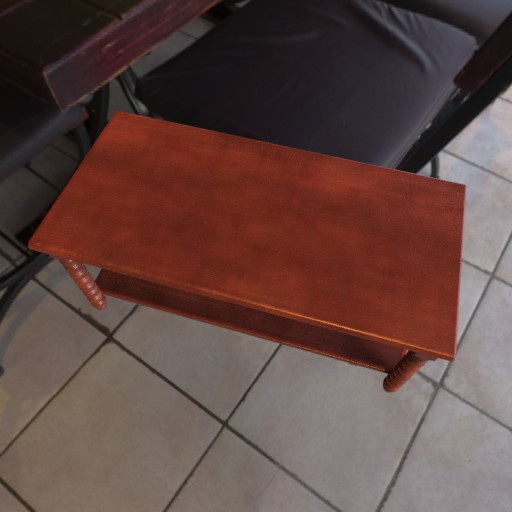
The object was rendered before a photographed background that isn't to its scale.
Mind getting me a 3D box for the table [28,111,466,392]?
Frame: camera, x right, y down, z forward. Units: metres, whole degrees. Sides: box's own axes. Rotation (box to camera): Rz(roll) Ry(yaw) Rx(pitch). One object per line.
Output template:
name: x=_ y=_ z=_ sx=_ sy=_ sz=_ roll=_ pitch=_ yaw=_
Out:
table: x=0.000 y=0.000 z=1.497 sx=1.171 sy=0.485 sz=0.580 roll=14 pitch=60 yaw=8
